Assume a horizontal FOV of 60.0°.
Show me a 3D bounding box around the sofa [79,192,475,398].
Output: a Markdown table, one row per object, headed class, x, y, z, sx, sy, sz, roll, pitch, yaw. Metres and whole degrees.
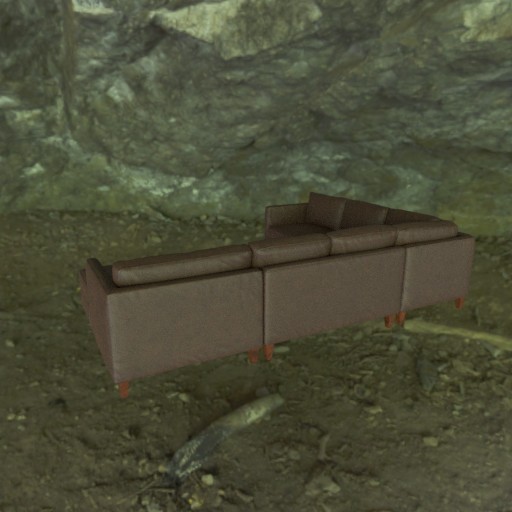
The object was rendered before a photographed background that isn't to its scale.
| class | x | y | z | sx | sy | sz | roll | pitch | yaw |
| --- | --- | --- | --- | --- | --- | --- | --- | --- | --- |
| sofa | 0.000 | 0.000 | 4.617 | 3.460 | 0.923 | 2.593 | -8 | 17 | -27 |
